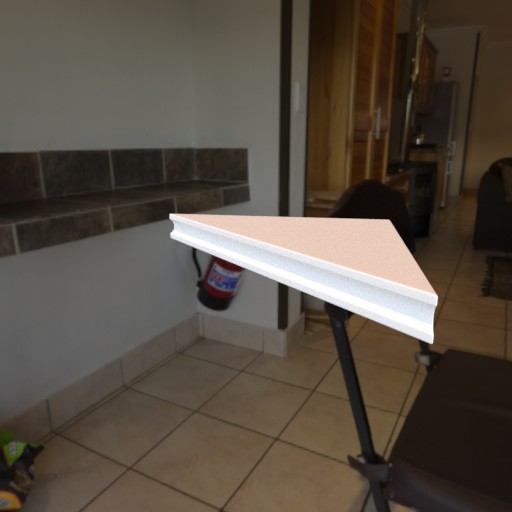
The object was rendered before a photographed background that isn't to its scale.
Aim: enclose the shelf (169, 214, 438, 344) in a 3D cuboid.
[{"bbox_3d":[0.000,0.000,0.456,0.296,0.035,0.296,3,15,10],"label":"shelf"}]
